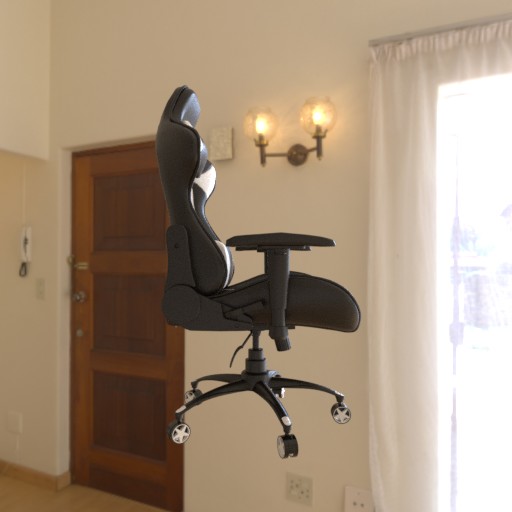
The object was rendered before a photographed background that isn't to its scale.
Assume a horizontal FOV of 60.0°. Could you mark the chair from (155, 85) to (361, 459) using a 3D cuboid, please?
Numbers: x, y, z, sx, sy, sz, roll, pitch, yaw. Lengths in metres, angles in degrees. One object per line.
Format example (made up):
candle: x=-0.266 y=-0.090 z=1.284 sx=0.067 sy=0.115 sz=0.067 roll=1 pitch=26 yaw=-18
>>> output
chair: x=0.000 y=0.000 z=1.724 sx=0.695 sy=1.285 sz=0.730 roll=0 pitch=-1 yaw=0
